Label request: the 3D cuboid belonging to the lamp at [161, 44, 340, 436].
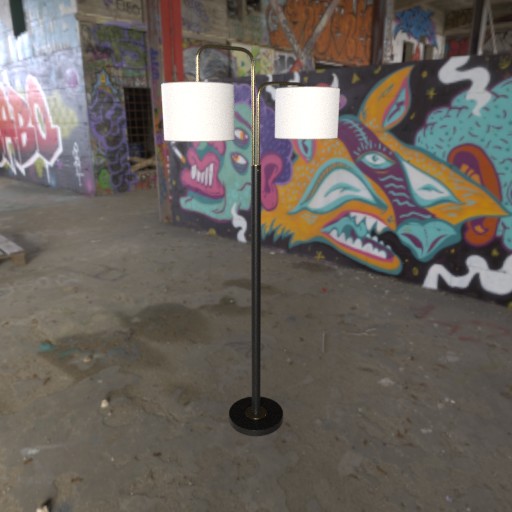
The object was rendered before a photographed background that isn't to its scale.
[{"bbox_3d":[0.000,0.000,1.849,0.711,1.587,0.254,-8,19,-26],"label":"lamp"}]
